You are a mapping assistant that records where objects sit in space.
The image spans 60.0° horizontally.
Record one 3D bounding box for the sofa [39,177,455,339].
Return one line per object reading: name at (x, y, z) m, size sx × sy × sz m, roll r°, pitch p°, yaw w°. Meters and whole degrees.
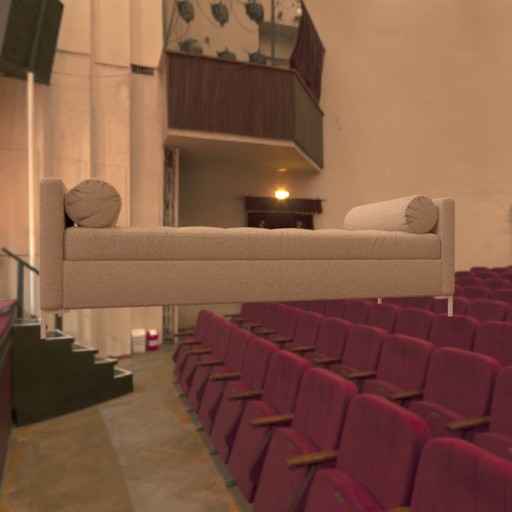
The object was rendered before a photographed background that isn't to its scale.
sofa at (0.000, 0.000, 2.330) m, size 1.981 × 0.635 × 0.686 m, roll 0°, pitch 0°, yaw -18°
